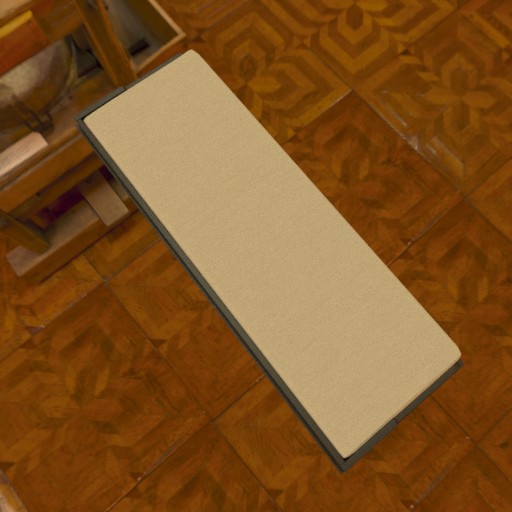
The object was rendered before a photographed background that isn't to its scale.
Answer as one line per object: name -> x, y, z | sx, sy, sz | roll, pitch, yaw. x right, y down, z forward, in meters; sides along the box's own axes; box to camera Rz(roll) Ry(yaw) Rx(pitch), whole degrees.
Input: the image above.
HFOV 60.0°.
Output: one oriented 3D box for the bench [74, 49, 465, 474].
bench -> 0.000, 0.000, 1.356 | 0.398, 0.501, 1.140 | -37, 78, -9
